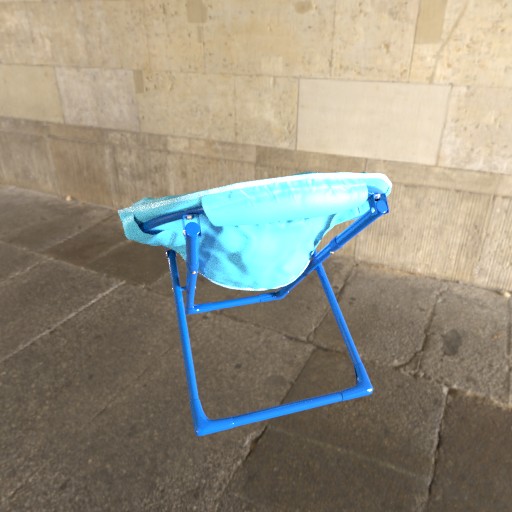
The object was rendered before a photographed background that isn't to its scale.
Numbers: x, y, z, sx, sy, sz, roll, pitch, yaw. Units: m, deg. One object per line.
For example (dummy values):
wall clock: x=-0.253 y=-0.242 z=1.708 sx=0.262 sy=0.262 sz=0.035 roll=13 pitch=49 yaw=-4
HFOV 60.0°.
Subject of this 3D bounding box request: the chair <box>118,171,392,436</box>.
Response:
chair: x=0.000 y=0.000 z=0.924 sx=0.520 sy=0.478 sz=0.465 roll=-8 pitch=28 yaw=-15
